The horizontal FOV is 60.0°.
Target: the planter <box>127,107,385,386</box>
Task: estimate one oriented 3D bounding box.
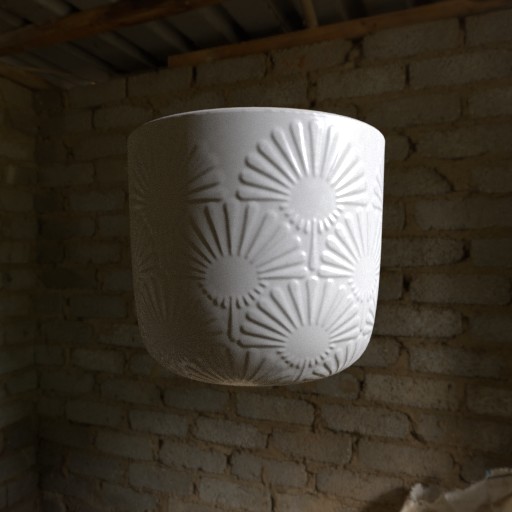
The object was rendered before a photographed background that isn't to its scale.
[{"bbox_3d":[0.000,0.000,0.222,0.124,0.109,0.124,0,0,0],"label":"planter"}]
